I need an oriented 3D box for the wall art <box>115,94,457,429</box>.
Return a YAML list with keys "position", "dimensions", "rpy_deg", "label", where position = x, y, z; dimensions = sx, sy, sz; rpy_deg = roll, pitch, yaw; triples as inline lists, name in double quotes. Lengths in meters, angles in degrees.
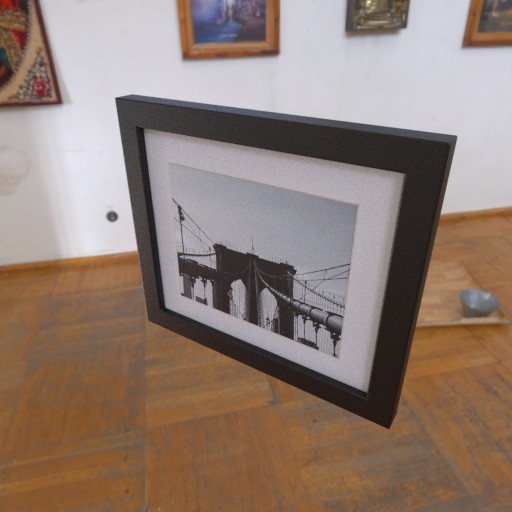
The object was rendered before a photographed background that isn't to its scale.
- position: [0.000, 0.000, 0.528]
  dimensions: [0.380, 0.330, 0.028]
  rpy_deg: [17, 33, 28]
  label: "wall art"
